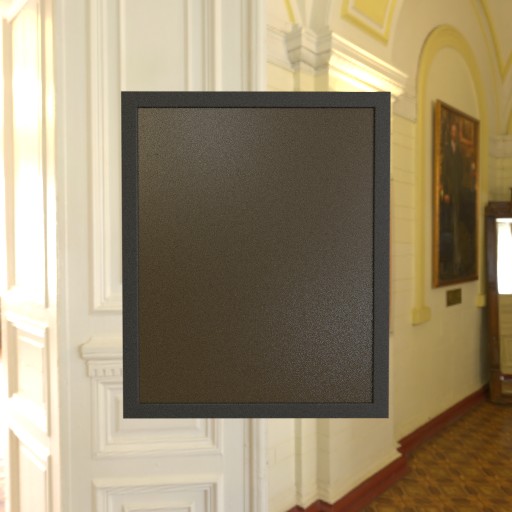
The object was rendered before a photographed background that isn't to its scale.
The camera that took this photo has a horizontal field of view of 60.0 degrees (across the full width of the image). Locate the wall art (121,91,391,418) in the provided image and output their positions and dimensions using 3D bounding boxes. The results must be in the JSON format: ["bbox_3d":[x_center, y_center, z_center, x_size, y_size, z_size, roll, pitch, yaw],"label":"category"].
[{"bbox_3d":[0.000,0.000,0.768,0.457,0.558,0.028,0,1,0],"label":"wall art"}]
